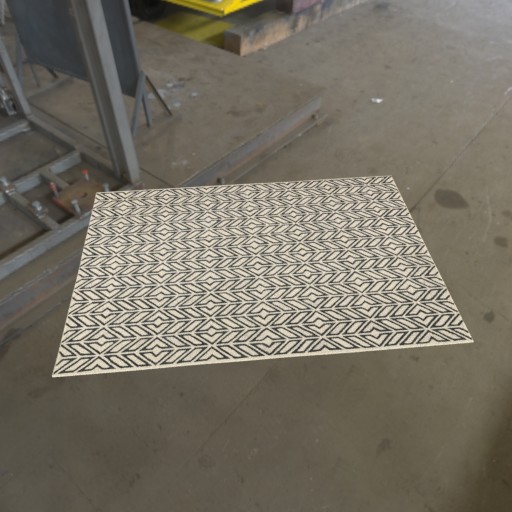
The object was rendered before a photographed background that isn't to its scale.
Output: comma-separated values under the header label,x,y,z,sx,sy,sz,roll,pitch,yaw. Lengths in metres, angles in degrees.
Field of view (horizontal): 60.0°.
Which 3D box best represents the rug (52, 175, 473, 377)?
label,x,y,z,sx,sy,sz,roll,pitch,yaw
rug,0.000,0.000,2.324,1.828,0.007,1.220,-4,47,-4
